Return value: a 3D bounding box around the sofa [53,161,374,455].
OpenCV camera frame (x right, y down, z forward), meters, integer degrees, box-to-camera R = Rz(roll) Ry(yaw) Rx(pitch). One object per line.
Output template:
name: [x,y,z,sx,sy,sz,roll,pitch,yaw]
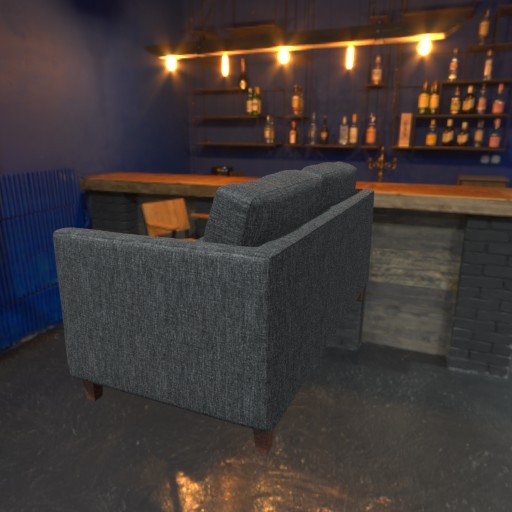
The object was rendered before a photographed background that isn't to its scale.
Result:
sofa: [0.000,0.000,2.413,0.950,0.963,1.884,7,17,23]
